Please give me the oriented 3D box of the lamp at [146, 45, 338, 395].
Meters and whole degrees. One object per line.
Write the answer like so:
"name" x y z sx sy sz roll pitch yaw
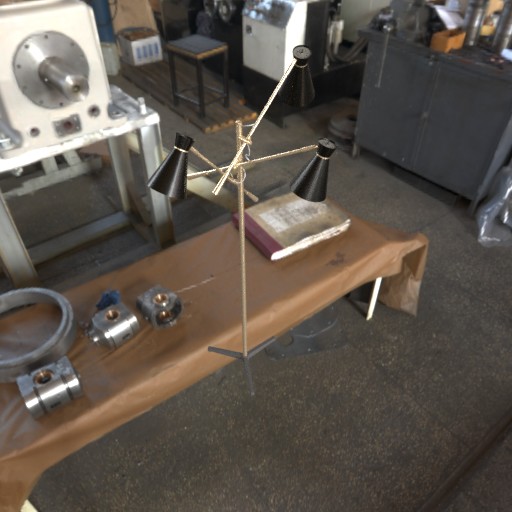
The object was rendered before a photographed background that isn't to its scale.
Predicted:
"lamp" 0.000 0.000 2.152 0.653 1.804 0.750 13 43 14
